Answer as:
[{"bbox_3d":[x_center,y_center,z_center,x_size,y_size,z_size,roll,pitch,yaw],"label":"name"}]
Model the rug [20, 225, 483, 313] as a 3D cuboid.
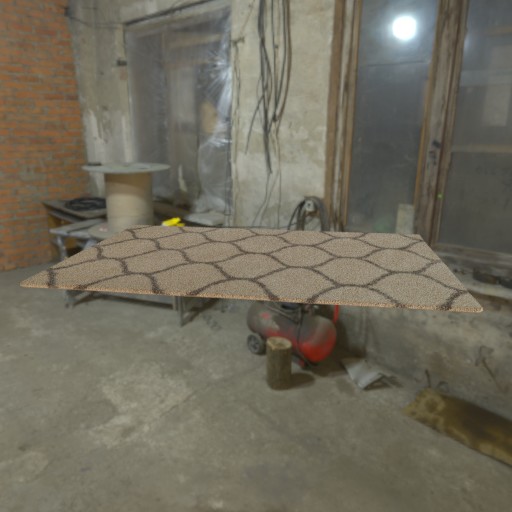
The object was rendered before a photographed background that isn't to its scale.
[{"bbox_3d":[0.000,0.000,2.911,2.348,0.024,1.501,2,16,8],"label":"rug"}]
